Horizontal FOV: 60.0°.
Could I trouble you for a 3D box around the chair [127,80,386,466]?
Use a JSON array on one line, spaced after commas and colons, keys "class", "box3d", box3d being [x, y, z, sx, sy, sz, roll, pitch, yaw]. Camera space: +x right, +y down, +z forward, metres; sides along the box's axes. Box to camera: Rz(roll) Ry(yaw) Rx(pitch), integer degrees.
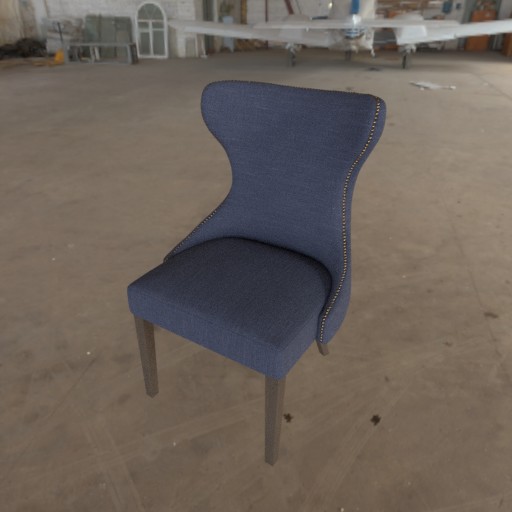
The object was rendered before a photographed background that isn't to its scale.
[{"class": "chair", "box3d": [0.000, 0.000, 1.406, 0.628, 0.967, 0.635, 17, 34, 28]}]
